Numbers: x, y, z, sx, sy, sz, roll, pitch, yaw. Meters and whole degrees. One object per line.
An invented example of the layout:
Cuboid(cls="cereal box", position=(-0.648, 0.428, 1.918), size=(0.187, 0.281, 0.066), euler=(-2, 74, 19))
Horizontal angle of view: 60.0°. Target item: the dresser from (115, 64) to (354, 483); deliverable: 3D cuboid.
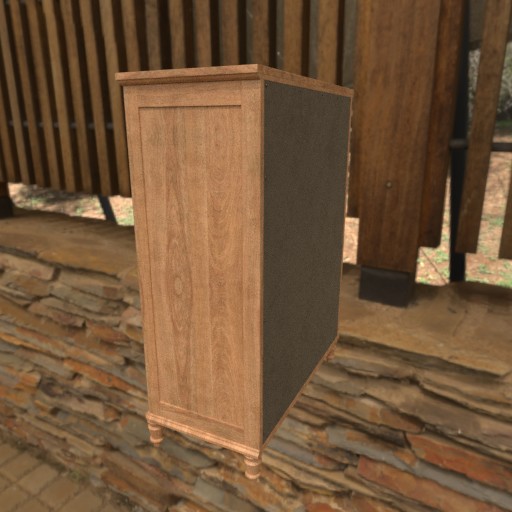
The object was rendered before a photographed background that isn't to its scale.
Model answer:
Cuboid(cls="dresser", position=(0.000, 0.000, 1.810), size=(0.484, 1.318, 0.973), euler=(8, 18, 25))
